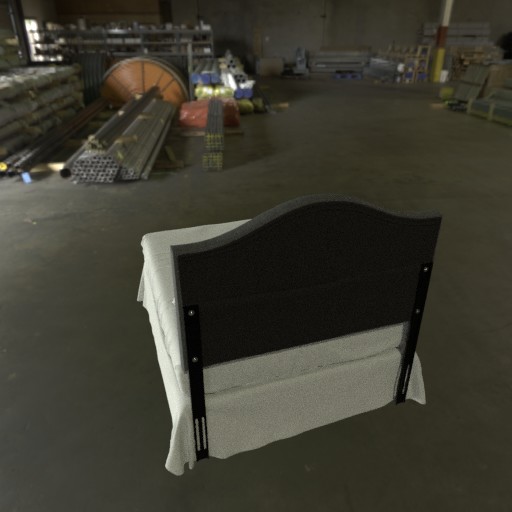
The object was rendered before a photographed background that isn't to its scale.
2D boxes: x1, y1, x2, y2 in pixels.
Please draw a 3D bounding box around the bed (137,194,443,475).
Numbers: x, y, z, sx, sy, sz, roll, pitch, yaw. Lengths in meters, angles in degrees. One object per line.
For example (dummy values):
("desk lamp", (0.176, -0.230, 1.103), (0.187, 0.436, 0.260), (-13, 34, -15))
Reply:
("bed", (0.000, 0.000, 3.492), (1.876, 1.645, 2.221), (-9, 28, -17))
